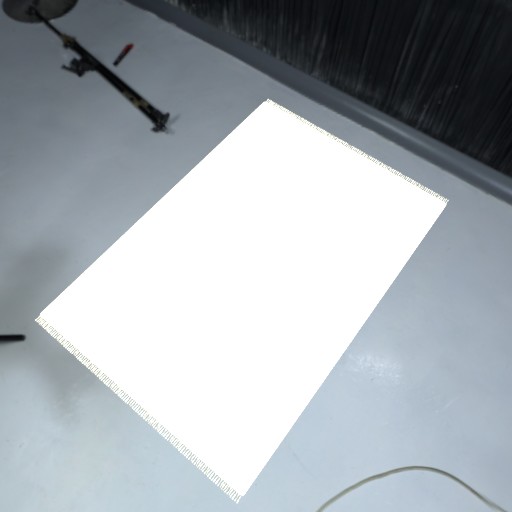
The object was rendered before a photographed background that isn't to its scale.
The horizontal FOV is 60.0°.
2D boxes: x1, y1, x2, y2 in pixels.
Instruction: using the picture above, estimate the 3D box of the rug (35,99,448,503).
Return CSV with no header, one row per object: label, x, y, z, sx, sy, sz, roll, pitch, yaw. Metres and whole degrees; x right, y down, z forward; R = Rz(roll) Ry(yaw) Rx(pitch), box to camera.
rug,0.000,0.000,2.755,1.514,0.011,2.233,35,68,16
